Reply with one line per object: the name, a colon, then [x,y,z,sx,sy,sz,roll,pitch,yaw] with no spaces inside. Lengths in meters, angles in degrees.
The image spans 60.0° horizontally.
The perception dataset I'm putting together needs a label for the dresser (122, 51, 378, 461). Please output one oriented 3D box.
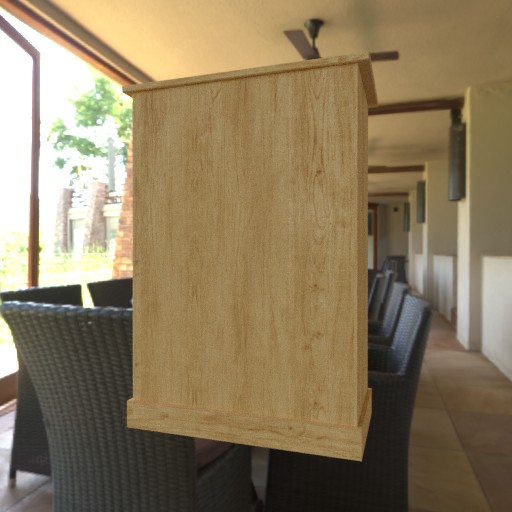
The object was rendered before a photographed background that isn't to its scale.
dresser: [0.000,0.000,1.772,0.915,1.300,0.485,0,0,18]
